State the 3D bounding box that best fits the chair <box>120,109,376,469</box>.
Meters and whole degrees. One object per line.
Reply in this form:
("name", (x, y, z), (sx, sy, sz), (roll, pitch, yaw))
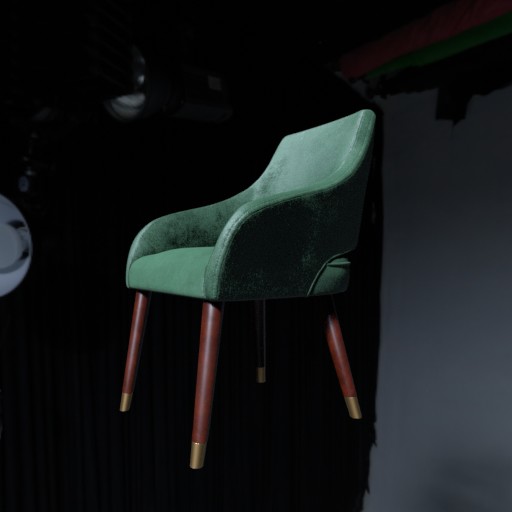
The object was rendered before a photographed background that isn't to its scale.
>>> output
("chair", (0.000, 0.000, 1.575), (0.794, 1.081, 0.683), (0, 0, -36))
